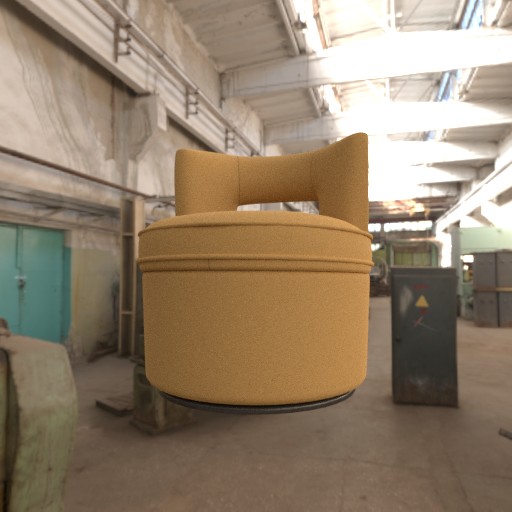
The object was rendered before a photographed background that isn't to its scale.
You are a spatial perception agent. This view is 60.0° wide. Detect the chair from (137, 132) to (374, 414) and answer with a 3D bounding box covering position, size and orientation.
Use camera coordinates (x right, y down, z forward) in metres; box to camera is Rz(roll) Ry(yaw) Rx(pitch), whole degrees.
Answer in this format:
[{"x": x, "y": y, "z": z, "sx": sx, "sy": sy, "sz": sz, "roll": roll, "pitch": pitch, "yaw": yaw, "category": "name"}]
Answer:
[{"x": 0.000, "y": 0.000, "z": 1.264, "sx": 0.650, "sy": 0.723, "sz": 0.665, "roll": -1, "pitch": -2, "yaw": 18, "category": "chair"}]
